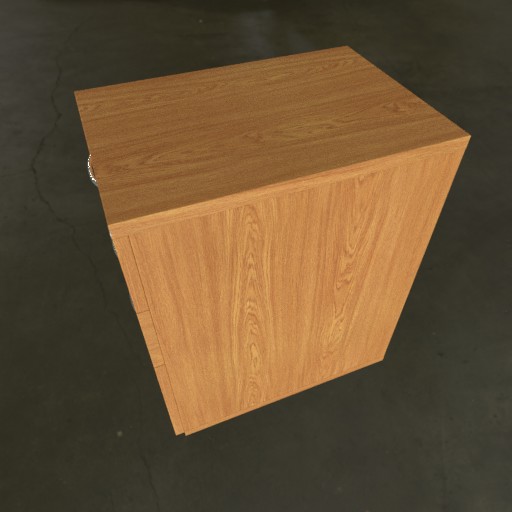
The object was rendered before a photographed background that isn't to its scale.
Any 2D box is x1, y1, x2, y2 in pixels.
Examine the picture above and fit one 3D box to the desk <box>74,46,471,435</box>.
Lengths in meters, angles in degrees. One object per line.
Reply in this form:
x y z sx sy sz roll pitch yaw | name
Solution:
0.000 0.000 1.044 0.600 0.730 0.404 -16 48 -15 | desk
